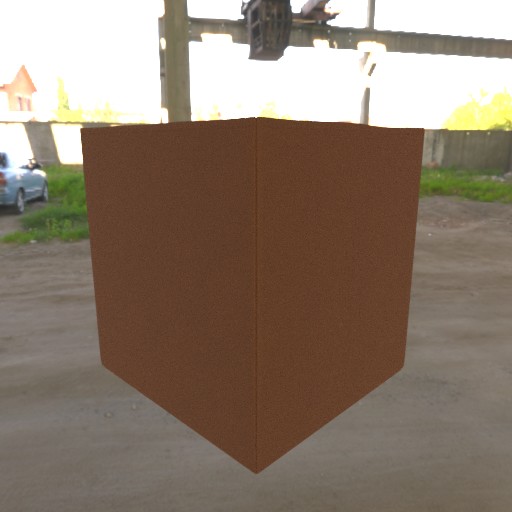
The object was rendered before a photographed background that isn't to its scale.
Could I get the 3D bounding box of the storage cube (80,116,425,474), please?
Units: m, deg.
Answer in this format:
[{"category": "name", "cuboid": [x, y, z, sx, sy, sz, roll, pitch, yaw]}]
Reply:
[{"category": "storage cube", "cuboid": [0.000, 0.000, 0.504, 0.270, 0.280, 0.270, 13, 19, 43]}]
